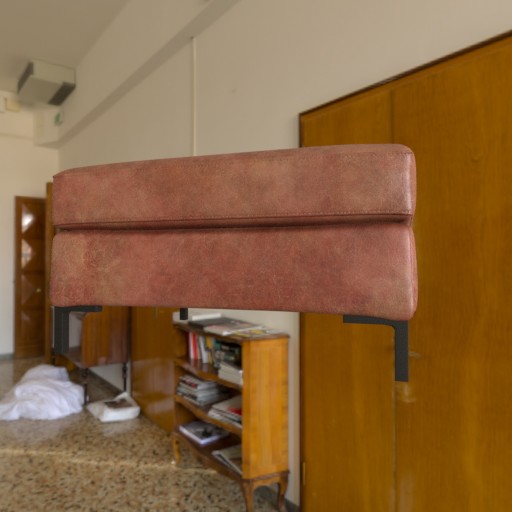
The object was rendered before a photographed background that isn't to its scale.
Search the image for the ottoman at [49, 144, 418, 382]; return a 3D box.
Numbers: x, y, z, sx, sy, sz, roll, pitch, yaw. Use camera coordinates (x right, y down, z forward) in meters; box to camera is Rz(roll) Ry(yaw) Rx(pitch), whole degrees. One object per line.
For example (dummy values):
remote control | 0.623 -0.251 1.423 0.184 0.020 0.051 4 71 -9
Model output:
ottoman | 0.000 0.000 1.770 1.186 0.667 0.965 0 -1 18
